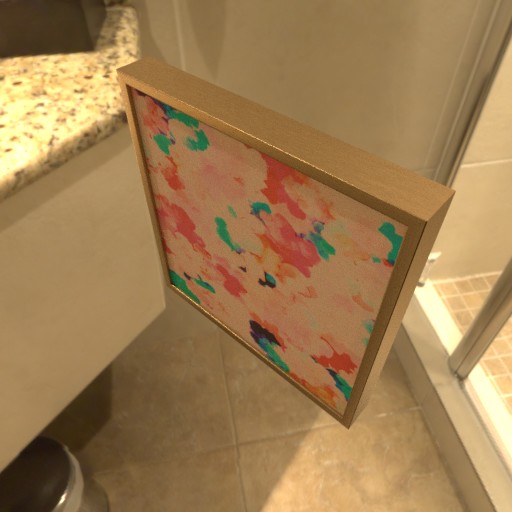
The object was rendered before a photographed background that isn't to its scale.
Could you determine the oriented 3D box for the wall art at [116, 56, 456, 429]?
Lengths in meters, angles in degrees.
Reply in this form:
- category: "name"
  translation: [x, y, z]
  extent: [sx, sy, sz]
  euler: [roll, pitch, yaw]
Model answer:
- category: "wall art"
  translation: [0.000, 0.000, 0.449]
  extent: [0.304, 0.305, 0.038]
  euler: [33, 55, 27]
